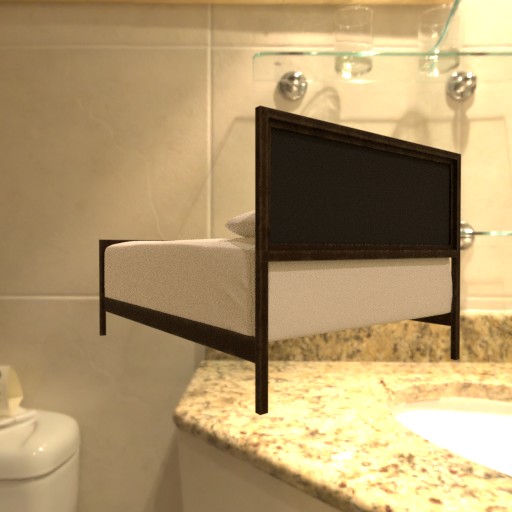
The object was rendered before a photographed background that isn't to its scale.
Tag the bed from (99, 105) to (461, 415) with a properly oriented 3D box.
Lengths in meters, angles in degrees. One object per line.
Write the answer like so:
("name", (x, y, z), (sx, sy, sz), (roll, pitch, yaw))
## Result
("bed", (0.000, 0.000, 3.244), (1.607, 1.313, 2.221), (-1, 1, -37))
